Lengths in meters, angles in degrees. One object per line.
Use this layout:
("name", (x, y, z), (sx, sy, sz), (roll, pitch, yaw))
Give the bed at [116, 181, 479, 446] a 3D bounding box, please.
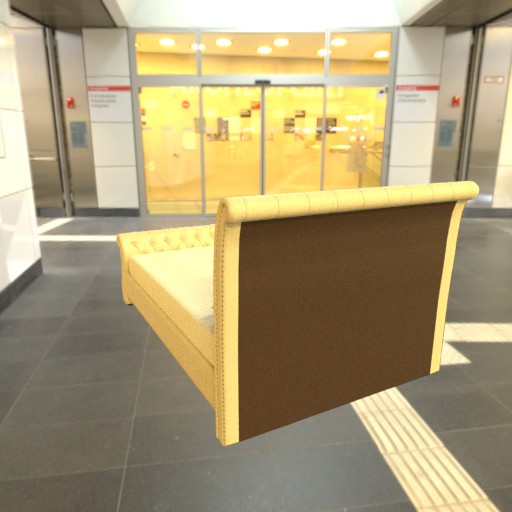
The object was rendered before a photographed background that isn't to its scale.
("bed", (0.000, 0.000, 3.403), (1.606, 1.268, 2.493), (-8, 17, -28))
